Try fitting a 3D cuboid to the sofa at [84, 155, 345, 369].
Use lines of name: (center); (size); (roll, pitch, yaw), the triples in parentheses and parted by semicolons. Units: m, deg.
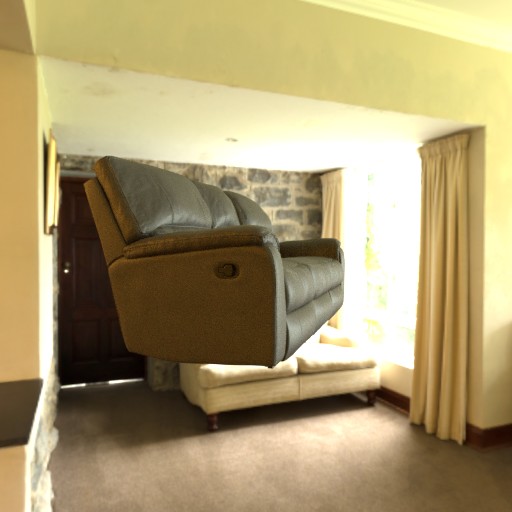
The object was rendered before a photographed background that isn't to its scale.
sofa: (0.000, 0.000, 3.336); (1.104, 1.134, 2.627); (0, 1, 18)
